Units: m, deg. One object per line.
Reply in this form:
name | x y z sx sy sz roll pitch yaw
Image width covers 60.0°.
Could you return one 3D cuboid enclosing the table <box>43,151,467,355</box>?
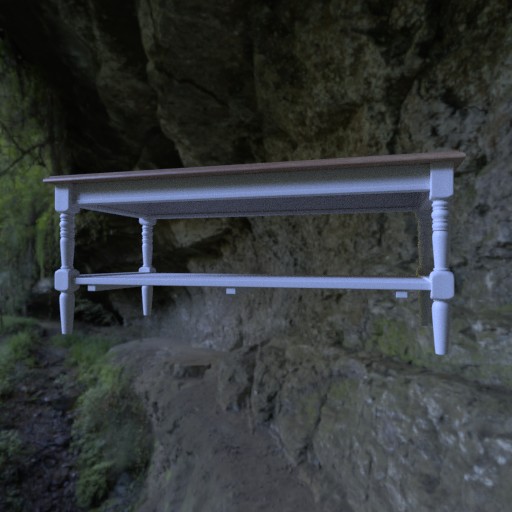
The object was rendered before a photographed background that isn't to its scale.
table | 0.000 0.000 1.388 1.118 0.458 0.559 0 -1 16
